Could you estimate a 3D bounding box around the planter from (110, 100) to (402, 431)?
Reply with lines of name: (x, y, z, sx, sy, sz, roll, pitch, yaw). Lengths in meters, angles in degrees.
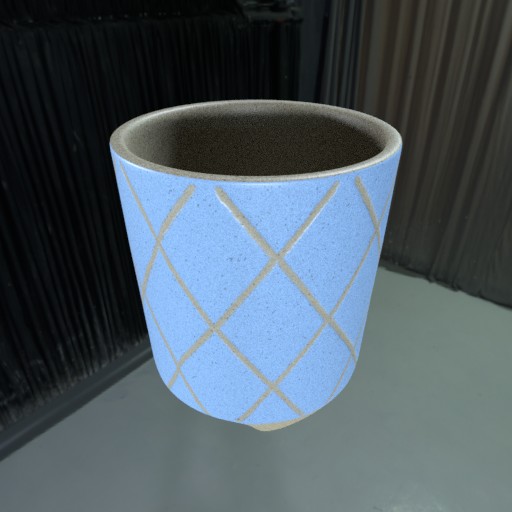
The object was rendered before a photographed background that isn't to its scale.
planter: (0.000, 0.000, 0.350, 0.191, 0.200, 0.191, 0, 31, 0)
